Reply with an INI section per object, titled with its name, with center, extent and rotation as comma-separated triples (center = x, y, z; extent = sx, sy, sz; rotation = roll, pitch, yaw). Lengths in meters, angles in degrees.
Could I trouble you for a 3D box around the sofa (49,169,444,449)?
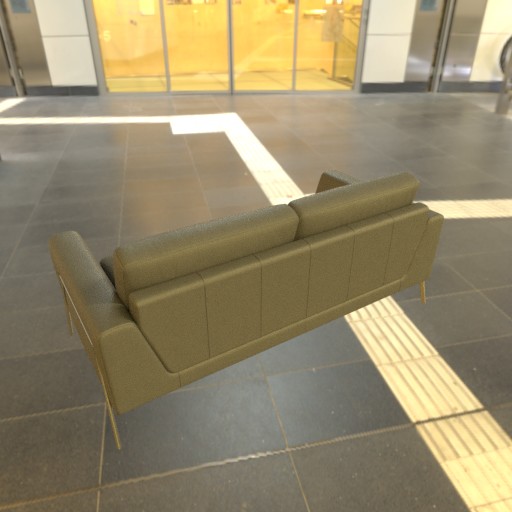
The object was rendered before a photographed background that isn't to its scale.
[sofa]
center = 0.000, 0.000, 2.524
extent = 2.017, 0.875, 0.953
rotation = -18, 34, -28
